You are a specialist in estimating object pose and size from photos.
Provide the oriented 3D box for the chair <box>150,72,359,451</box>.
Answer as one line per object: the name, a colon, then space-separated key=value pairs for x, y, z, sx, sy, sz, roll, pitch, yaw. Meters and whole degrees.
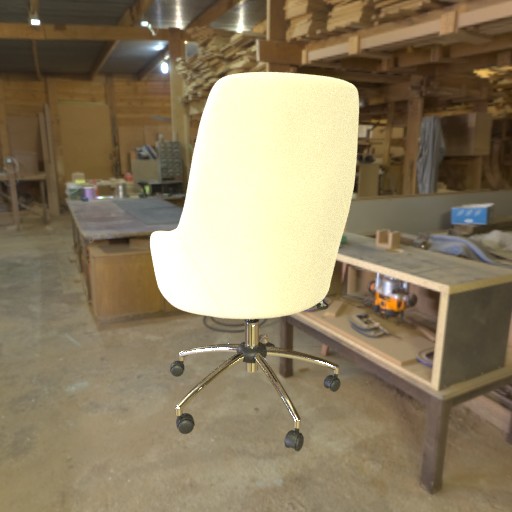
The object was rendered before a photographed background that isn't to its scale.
chair: x=0.000 y=0.000 z=1.458 sx=0.620 sy=1.049 sz=0.640 roll=-7 pitch=15 yaw=-25
